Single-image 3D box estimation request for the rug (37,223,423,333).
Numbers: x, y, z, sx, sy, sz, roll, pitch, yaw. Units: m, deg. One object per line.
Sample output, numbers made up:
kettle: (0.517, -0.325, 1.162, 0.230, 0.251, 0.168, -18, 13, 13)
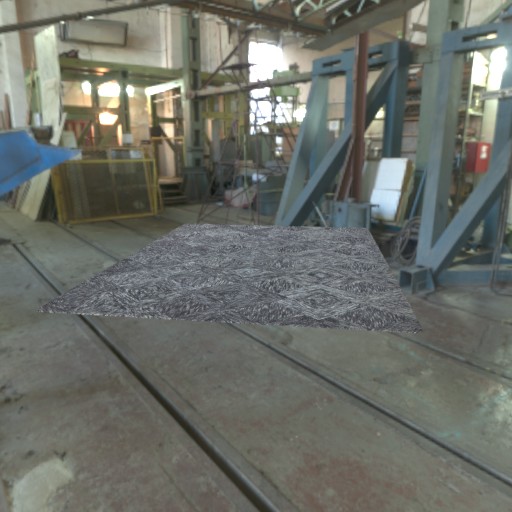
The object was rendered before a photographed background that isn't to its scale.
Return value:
rug: (0.000, 0.000, 5.268, 2.997, 0.020, 4.093, 2, 14, 8)
